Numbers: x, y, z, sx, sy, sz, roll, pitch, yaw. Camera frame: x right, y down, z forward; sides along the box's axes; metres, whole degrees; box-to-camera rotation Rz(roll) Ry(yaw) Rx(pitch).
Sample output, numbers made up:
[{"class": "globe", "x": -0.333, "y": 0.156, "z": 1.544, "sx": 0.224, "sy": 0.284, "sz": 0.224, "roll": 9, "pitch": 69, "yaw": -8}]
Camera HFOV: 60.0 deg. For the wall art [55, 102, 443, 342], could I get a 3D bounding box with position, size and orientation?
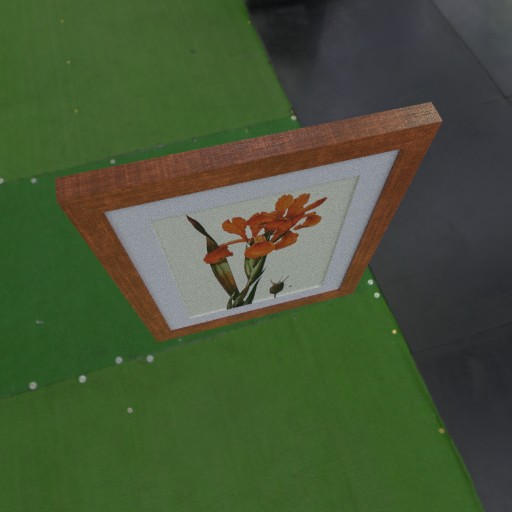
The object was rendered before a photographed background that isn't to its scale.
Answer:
[{"class": "wall art", "x": 0.000, "y": 0.000, "z": 0.780, "sx": 0.467, "sy": 0.567, "sz": 0.033, "roll": -13, "pitch": 64, "yaw": -7}]
